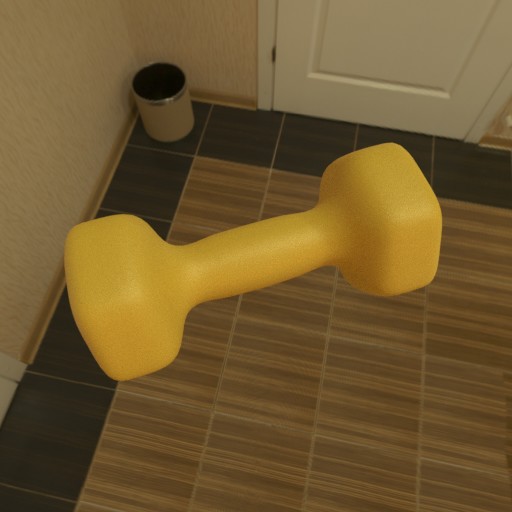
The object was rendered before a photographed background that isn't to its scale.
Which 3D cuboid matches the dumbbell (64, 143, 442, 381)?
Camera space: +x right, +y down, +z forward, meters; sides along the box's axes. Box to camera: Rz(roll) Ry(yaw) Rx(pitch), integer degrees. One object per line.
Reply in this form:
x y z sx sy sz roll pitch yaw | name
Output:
0.000 0.000 0.244 0.190 0.082 0.090 -16 65 -7 | dumbbell
